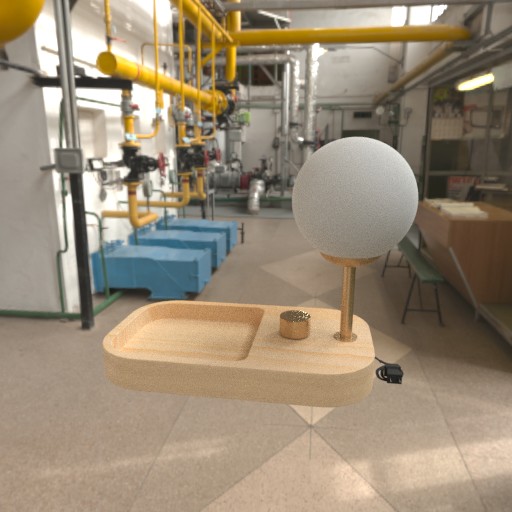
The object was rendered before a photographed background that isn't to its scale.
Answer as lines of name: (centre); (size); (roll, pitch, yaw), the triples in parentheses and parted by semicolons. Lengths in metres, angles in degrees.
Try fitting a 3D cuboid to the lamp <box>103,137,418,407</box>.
lamp: (0.000, 0.000, 0.487); (0.331, 0.253, 0.173); (2, 15, 9)
